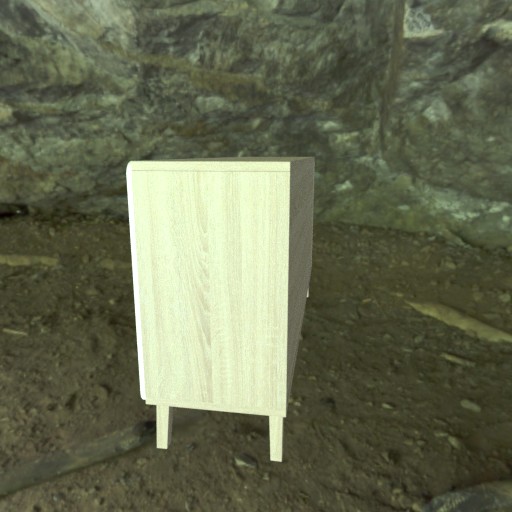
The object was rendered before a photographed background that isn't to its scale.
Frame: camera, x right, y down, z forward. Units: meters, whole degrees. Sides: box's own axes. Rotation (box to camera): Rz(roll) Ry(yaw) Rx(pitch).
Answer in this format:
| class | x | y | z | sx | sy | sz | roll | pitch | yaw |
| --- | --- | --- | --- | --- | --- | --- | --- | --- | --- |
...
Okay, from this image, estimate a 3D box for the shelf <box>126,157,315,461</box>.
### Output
| class | x | y | z | sx | sy | sz | roll | pitch | yaw |
| --- | --- | --- | --- | --- | --- | --- | --- | --- | --- |
| shelf | 0.000 | 0.000 | 1.809 | 0.400 | 0.780 | 1.490 | 2 | 13 | 9 |
